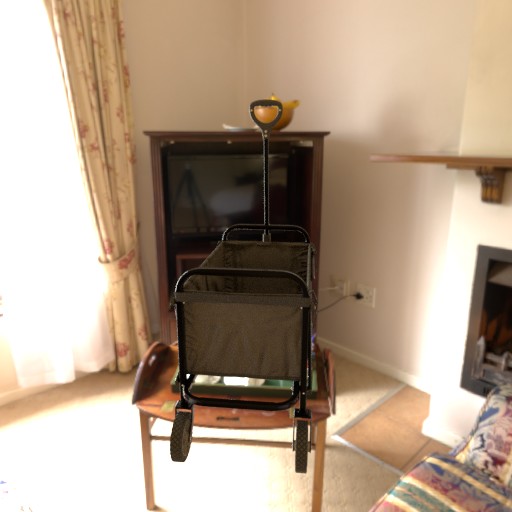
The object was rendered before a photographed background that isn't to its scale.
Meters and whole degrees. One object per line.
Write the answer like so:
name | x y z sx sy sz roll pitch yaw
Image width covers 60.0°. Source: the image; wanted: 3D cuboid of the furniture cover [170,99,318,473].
furniture cover | 0.000 0.000 1.840 0.532 1.295 1.038 2 15 7
